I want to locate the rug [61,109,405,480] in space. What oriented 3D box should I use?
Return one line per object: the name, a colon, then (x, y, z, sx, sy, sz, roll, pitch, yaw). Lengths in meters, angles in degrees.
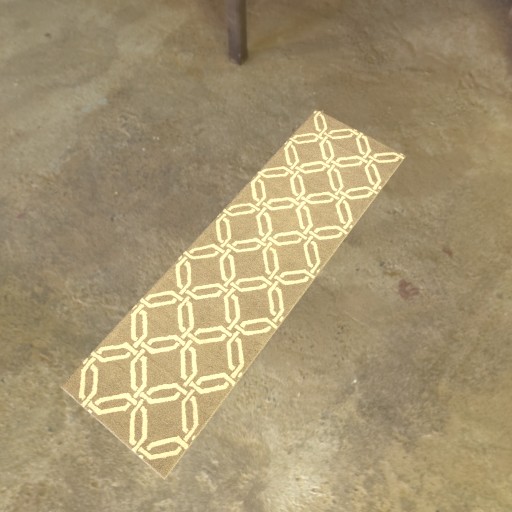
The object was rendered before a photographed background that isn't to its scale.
rug: (0.000, 0.000, 2.476, 0.678, 0.014, 2.276, 33, 67, 16)
